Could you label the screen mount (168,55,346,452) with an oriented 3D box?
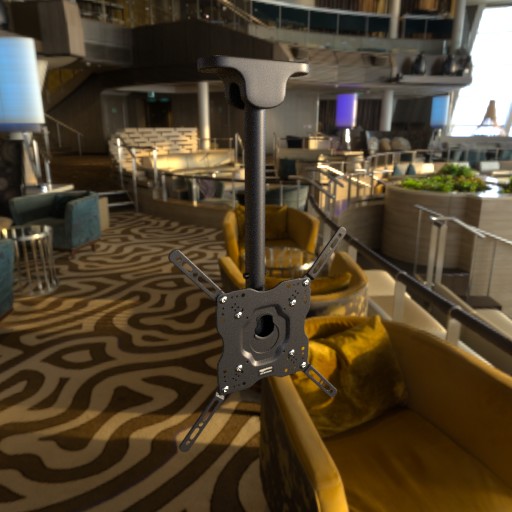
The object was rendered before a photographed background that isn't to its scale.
[{"bbox_3d":[0.000,0.000,0.898,0.393,0.729,0.090,-9,18,-29],"label":"screen mount"}]
